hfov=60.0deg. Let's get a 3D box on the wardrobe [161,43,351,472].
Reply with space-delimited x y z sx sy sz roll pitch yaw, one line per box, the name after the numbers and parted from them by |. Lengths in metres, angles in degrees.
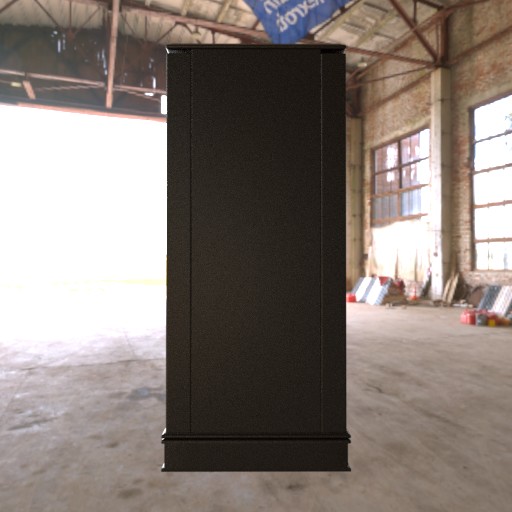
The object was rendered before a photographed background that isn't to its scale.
0.000 0.000 1.186 0.444 1.011 0.295 0 0 0 | wardrobe
